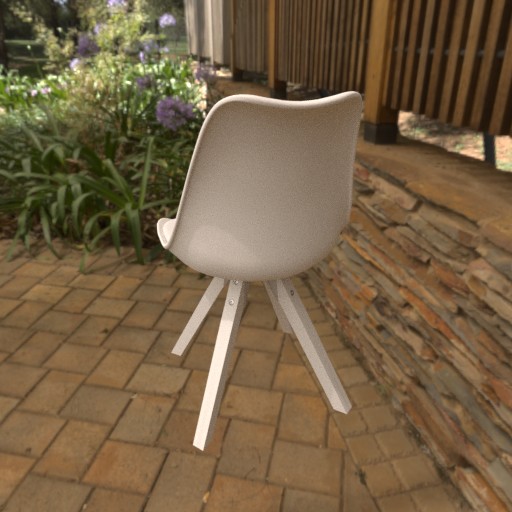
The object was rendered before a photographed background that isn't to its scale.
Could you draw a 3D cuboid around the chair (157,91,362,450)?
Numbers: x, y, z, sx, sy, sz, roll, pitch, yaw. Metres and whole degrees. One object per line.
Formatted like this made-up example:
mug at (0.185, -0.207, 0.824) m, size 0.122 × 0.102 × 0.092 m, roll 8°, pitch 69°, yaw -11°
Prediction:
chair at (0.000, 0.000, 1.173) m, size 0.485 × 0.850 × 0.550 m, roll -8°, pitch 26°, yaw -16°
